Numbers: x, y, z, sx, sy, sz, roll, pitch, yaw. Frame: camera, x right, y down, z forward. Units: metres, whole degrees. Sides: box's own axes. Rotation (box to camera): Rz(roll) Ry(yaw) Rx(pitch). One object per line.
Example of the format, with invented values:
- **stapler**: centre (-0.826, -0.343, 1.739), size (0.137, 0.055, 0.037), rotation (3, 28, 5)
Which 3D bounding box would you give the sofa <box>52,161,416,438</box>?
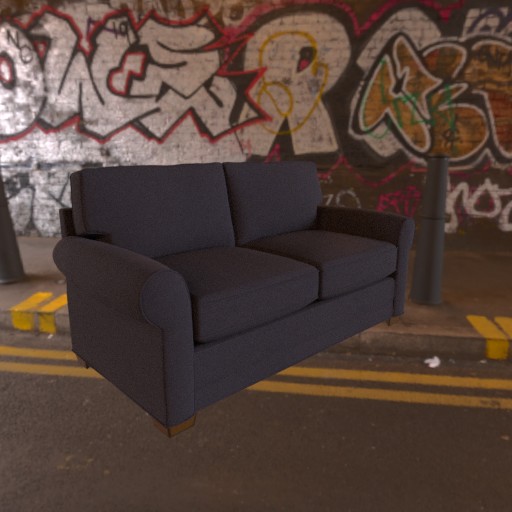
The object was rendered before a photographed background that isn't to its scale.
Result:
- **sofa**: centre (0.000, 0.000, 2.510), size (2.009, 1.031, 0.951), rotation (-13, 18, -42)
